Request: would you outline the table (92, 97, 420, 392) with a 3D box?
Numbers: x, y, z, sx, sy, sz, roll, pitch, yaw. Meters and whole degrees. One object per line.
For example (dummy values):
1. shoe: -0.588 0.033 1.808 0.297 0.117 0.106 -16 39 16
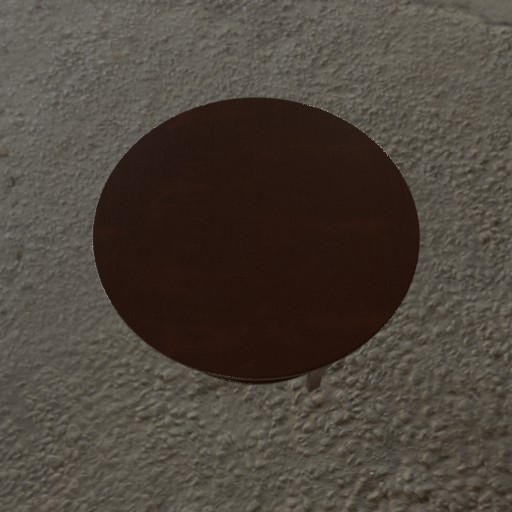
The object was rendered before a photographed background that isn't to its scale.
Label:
1. table: 0.000 0.000 1.472 0.911 0.512 0.911 0 63 0
